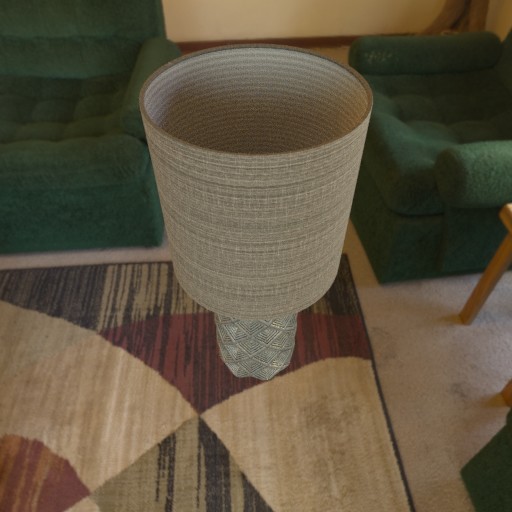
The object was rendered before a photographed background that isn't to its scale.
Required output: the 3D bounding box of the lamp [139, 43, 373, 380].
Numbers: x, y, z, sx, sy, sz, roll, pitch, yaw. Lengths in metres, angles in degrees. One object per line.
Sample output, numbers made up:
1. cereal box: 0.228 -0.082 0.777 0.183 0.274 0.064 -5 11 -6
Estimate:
1. lamp: 0.000 0.000 0.723 0.269 0.566 0.268 -16 49 -15
